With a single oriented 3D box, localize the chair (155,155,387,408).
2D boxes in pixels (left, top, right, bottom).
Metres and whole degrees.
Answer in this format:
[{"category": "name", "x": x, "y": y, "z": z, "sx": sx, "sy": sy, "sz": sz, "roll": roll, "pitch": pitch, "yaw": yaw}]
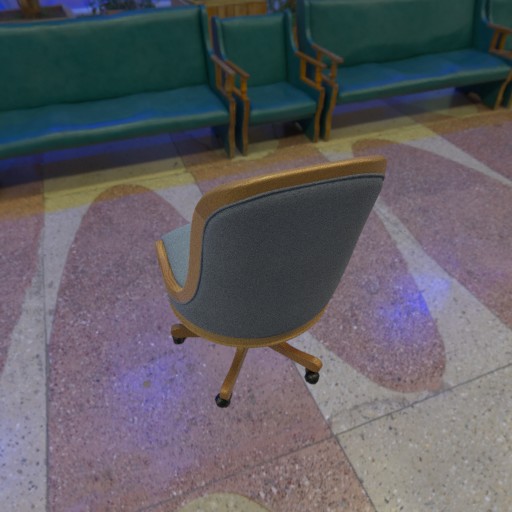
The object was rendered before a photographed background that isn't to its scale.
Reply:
[{"category": "chair", "x": 0.000, "y": 0.000, "z": 1.417, "sx": 0.605, "sy": 1.031, "sz": 0.735, "roll": -13, "pitch": 43, "yaw": -14}]
